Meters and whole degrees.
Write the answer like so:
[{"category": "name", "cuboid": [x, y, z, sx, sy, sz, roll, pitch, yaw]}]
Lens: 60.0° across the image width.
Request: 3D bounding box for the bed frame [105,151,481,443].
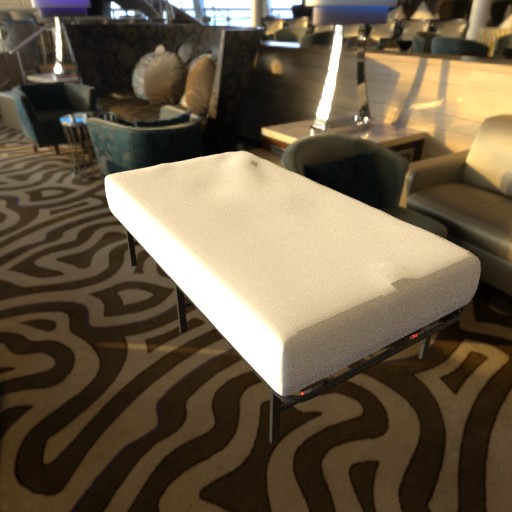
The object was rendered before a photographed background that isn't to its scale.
[{"category": "bed frame", "cuboid": [0.000, 0.000, 2.383, 1.025, 0.640, 1.908, -17, 33, -28]}]
